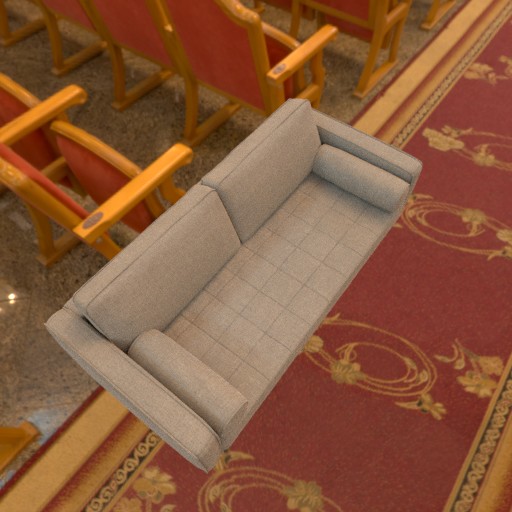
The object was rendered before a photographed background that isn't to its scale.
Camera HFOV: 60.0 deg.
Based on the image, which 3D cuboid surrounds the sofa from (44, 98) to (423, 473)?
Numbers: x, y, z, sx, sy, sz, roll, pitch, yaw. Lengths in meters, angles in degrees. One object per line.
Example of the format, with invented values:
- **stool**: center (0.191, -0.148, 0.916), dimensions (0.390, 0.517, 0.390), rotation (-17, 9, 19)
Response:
- **sofa**: center (0.000, 0.000, 2.294), dimensions (0.914, 0.762, 1.879), rotation (33, 63, 19)
